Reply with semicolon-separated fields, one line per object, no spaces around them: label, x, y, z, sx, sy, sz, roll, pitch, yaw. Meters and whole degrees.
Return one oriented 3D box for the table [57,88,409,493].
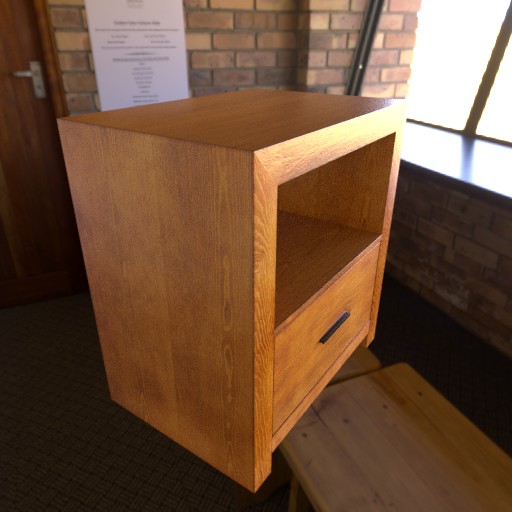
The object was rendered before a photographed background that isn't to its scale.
table;0.000;0.000;0.947;0.400;0.605;0.550;18;32;31
